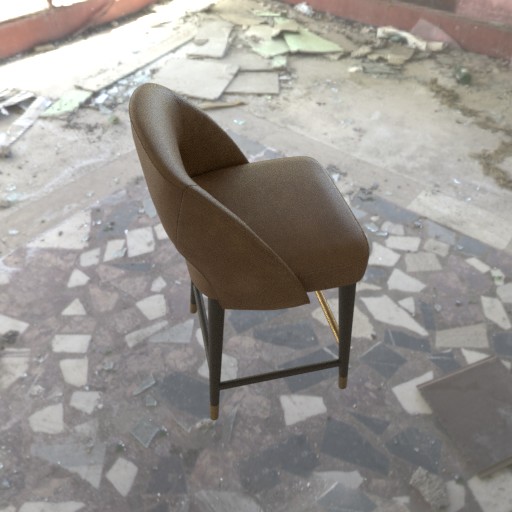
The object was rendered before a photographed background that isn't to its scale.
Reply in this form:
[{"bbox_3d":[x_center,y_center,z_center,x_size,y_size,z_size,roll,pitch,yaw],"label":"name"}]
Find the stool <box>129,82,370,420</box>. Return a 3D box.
[{"bbox_3d":[0.000,0.000,1.233,0.509,0.940,0.494,-10,47,-10],"label":"stool"}]
